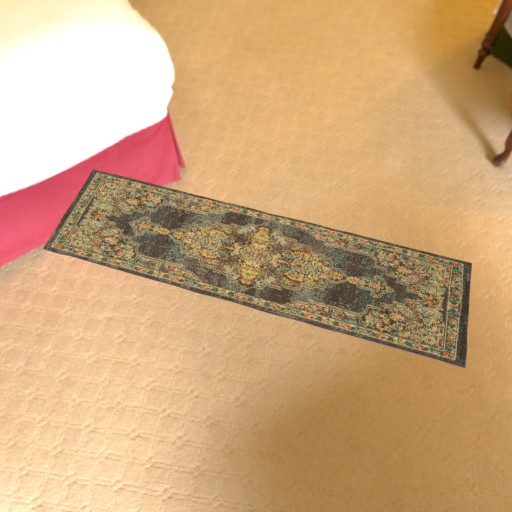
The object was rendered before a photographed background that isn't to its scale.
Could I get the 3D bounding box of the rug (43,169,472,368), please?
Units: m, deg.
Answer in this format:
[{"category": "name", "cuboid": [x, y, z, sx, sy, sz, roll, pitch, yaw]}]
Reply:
[{"category": "rug", "cuboid": [0.000, 0.000, 2.428, 2.283, 0.016, 0.602, 15, 62, 8]}]
